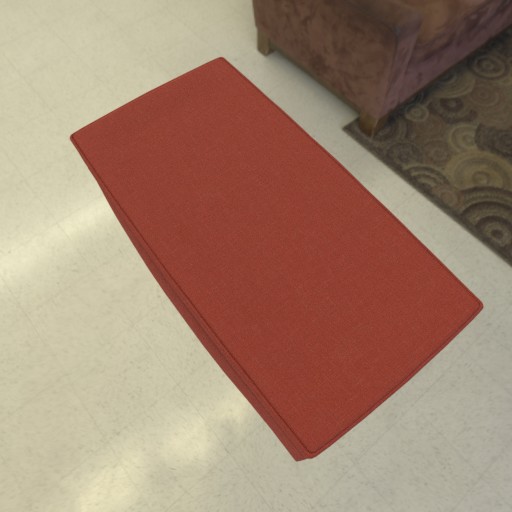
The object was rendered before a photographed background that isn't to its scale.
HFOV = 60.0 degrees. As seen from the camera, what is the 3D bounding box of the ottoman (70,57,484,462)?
[{"bbox_3d":[0.000,0.000,1.196,0.497,0.454,0.948,-35,69,-16],"label":"ottoman"}]
